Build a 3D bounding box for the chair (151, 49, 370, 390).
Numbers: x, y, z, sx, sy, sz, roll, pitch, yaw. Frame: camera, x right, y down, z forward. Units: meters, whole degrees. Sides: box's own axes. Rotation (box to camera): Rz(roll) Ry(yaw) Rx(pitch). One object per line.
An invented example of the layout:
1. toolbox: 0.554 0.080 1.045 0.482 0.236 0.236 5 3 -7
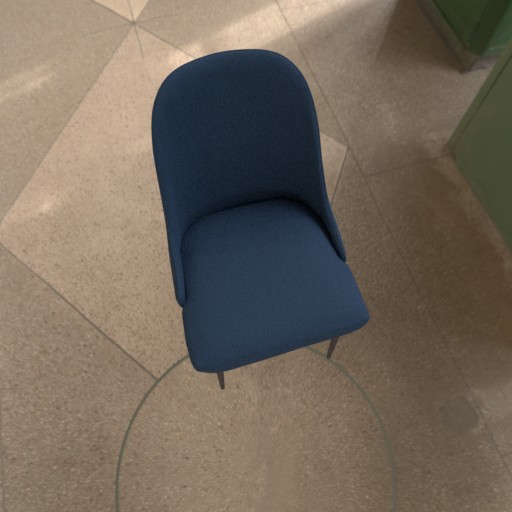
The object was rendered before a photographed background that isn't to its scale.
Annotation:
1. chair: 0.000 0.000 1.233 0.478 0.896 0.559 -14 65 -7
